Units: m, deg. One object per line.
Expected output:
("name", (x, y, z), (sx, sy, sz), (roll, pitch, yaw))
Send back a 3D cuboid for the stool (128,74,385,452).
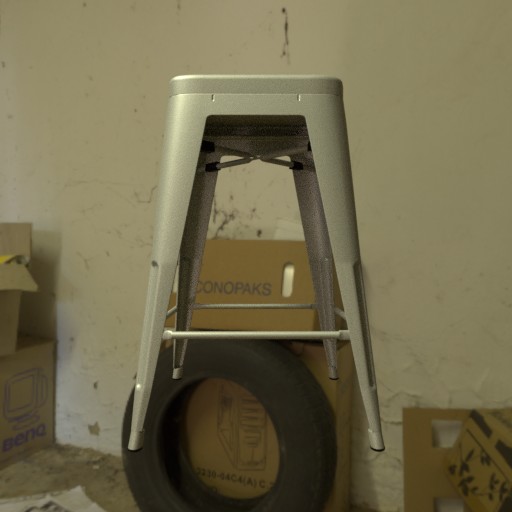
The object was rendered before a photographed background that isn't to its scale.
("stool", (0.000, 0.000, 0.889), (0.406, 0.610, 0.406), (0, 1, 0))
